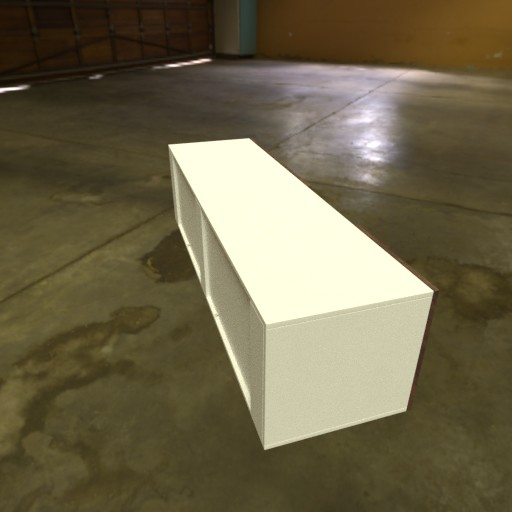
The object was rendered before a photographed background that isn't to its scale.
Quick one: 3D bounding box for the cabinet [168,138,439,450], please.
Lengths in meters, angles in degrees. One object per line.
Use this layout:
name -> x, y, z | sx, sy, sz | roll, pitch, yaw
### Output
cabinet -> 0.000, 0.000, 1.740 | 0.431, 0.533, 1.499 | -9, 30, -15
